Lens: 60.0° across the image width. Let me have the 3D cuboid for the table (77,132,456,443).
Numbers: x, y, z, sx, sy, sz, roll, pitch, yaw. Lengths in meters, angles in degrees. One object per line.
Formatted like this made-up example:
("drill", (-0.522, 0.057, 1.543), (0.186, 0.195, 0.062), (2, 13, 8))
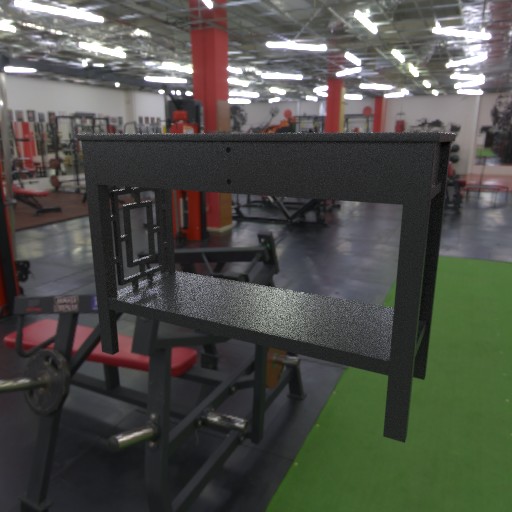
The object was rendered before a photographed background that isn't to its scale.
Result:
("table", (0.000, 0.000, 1.419), (1.068, 0.753, 0.397), (8, 17, 27))
